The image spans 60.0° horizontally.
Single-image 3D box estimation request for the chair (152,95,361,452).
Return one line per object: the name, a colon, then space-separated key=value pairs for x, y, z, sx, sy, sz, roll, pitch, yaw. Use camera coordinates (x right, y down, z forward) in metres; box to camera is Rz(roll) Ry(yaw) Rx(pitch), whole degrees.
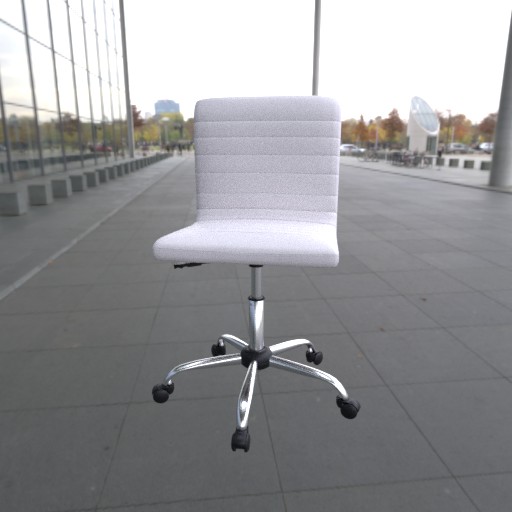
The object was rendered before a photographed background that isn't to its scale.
chair: x=0.000 y=0.000 z=1.050 sx=0.520 sy=0.750 sz=0.455 roll=2 pitch=14 yaw=9
